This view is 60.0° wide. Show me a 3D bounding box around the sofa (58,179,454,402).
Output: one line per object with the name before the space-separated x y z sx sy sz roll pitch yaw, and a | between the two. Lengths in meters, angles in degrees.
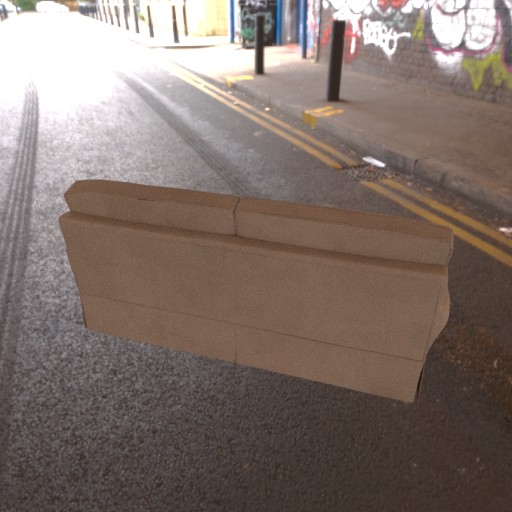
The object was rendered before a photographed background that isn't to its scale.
sofa | 0.000 0.000 2.784 2.246 1.014 0.900 9 31 15
